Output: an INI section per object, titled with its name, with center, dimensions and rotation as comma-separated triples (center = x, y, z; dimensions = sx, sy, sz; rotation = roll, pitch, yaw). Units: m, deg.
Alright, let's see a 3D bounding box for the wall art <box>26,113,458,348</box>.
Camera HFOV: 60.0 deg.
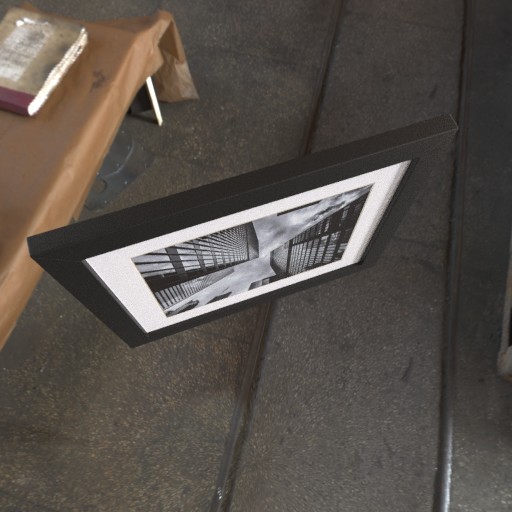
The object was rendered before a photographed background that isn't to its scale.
[wall art]
center = 0.000, 0.000, 0.754
dimensions = 0.558, 0.457, 0.031
rotation = -18, 66, -8
